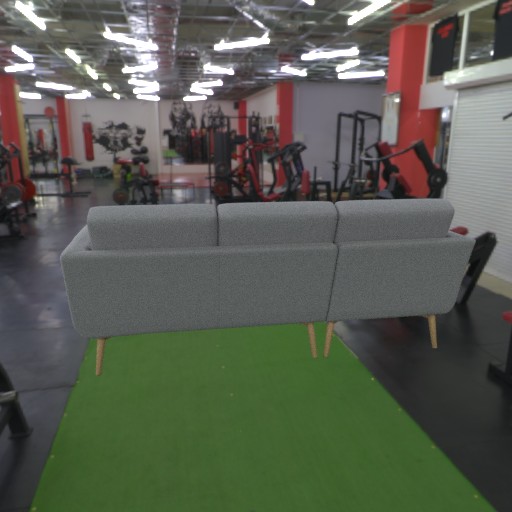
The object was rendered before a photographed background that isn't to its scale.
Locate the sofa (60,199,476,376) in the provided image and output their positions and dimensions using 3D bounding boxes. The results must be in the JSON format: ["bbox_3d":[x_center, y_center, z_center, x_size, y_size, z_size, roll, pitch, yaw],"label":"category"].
[{"bbox_3d":[0.000,0.000,2.834,2.040,0.860,1.530,-2,15,-9],"label":"sofa"}]
